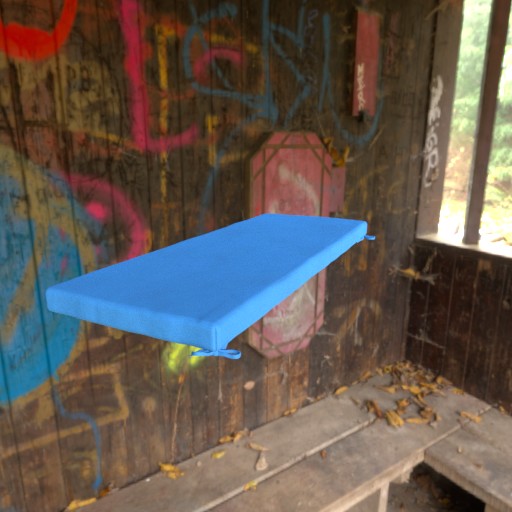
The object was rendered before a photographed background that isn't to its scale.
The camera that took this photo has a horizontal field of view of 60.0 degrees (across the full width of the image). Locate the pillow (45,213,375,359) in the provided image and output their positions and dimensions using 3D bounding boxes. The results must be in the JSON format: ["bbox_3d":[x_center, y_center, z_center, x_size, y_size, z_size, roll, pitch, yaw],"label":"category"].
[{"bbox_3d":[0.000,0.000,1.378,0.492,0.081,1.187,8,17,26],"label":"pillow"}]
